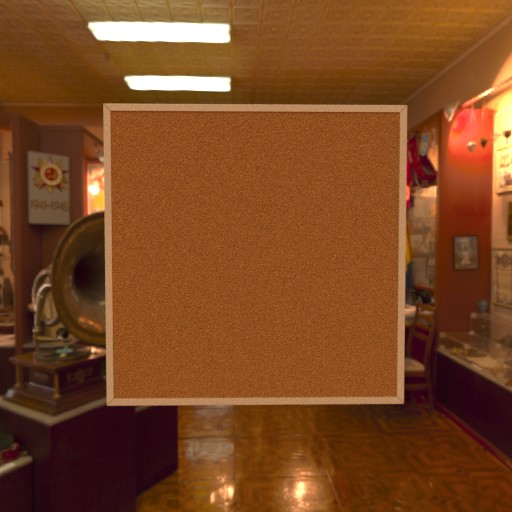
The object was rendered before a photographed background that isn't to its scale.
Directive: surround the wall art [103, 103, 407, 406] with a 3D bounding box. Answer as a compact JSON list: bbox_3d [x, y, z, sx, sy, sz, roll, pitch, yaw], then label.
[{"bbox_3d":[0.000,0.000,0.767,0.508,0.508,0.037,0,2,-1],"label":"wall art"}]
